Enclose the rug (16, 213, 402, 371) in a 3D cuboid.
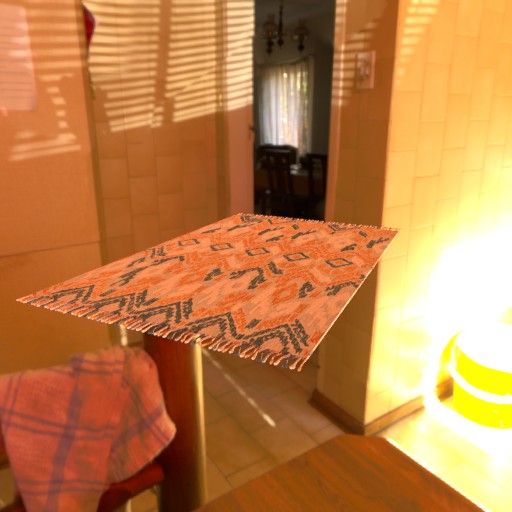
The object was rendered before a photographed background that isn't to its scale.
[{"bbox_3d":[0.000,0.000,2.963,1.533,0.010,2.428,8,19,24],"label":"rug"}]
